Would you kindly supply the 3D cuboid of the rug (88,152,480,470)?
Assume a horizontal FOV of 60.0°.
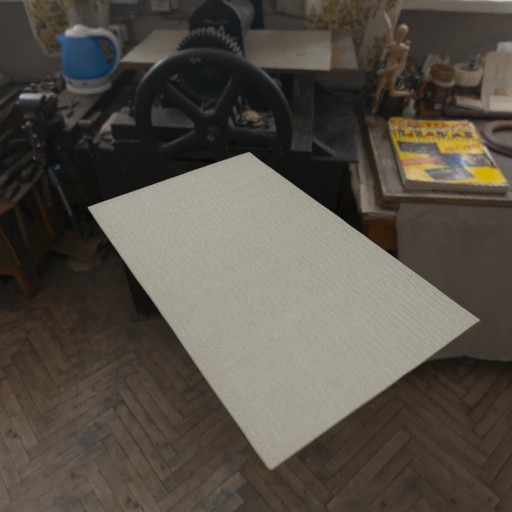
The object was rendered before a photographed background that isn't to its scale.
[{"bbox_3d":[0.000,0.000,3.031,1.531,0.014,2.441,-25,48,-25],"label":"rug"}]
